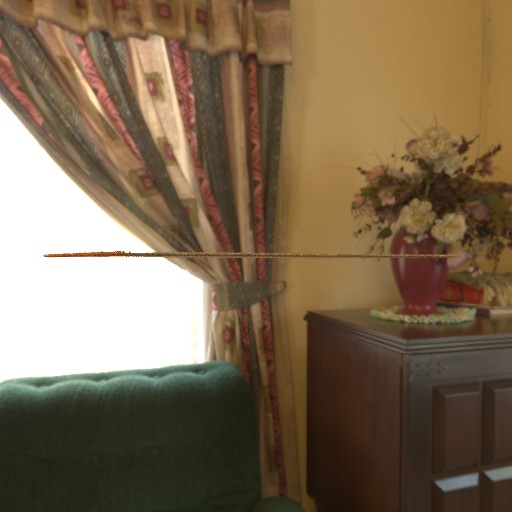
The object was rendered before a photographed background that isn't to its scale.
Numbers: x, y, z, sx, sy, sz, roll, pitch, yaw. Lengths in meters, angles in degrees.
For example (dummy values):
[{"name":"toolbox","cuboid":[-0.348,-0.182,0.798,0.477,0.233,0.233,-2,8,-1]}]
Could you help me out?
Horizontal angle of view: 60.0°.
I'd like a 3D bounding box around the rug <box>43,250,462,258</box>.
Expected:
[{"name":"rug","cuboid":[0.000,0.000,2.291,1.838,0.019,1.220,0,-1,-35]}]
